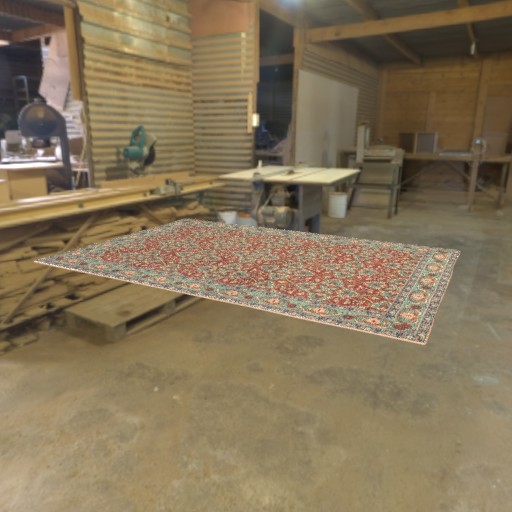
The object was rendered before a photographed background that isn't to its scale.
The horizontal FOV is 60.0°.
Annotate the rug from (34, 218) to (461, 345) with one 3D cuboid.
[{"bbox_3d":[0.000,0.000,2.269,1.829,0.009,1.219,9,18,27],"label":"rug"}]
